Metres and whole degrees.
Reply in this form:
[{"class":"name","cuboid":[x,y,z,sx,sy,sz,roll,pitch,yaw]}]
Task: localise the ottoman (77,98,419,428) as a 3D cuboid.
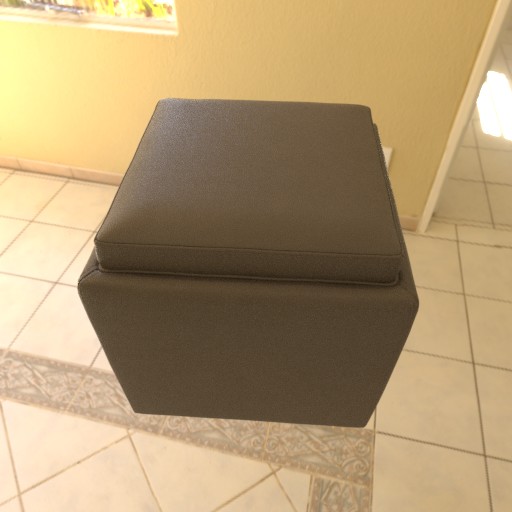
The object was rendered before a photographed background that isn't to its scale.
[{"class":"ottoman","cuboid":[0.000,0.000,0.813,0.451,0.460,0.450,3,46,3]}]
